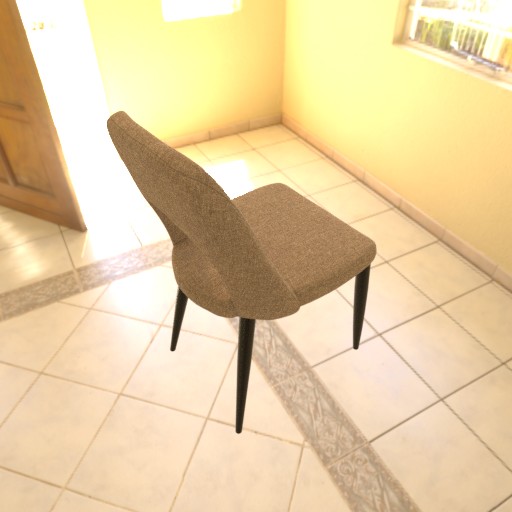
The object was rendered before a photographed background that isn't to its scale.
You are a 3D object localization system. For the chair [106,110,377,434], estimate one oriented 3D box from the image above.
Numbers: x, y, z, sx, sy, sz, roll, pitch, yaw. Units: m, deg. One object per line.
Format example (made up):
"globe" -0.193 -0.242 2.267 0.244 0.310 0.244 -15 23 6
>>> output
"chair" 0.000 0.000 1.285 0.612 0.931 0.470 -27 48 -28
